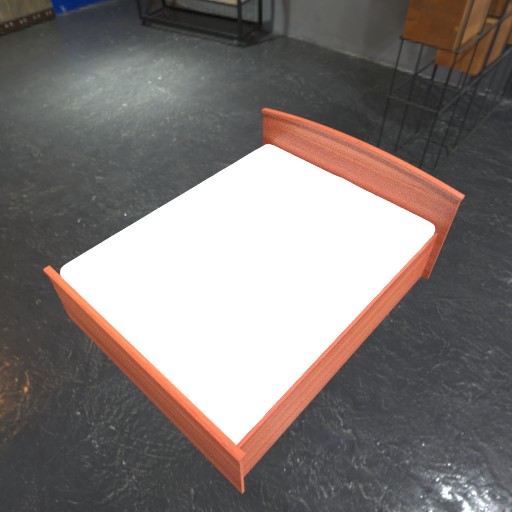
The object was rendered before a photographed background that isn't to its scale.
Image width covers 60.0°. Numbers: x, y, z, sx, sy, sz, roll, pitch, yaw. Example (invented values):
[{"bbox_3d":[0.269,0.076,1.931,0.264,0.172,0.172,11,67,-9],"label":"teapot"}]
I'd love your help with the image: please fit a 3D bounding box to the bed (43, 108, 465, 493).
[{"bbox_3d":[0.000,0.000,2.914,1.683,0.848,2.053,33,54,28],"label":"bed"}]
